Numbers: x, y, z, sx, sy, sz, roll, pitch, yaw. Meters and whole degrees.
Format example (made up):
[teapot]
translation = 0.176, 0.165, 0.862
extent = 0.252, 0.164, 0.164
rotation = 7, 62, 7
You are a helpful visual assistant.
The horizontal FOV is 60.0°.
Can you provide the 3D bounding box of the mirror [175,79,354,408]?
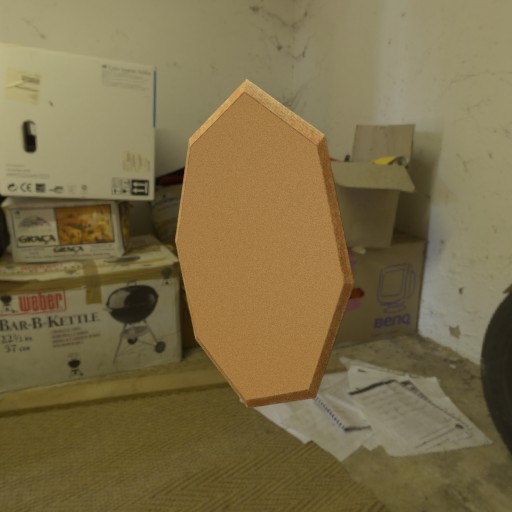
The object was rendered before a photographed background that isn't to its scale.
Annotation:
[mirror]
translation = 0.000, 0.000, 1.042
extent = 0.070, 0.774, 0.577
rotation = -13, 18, -43
